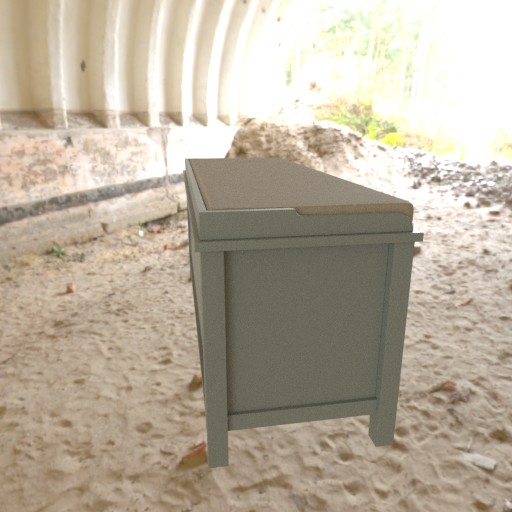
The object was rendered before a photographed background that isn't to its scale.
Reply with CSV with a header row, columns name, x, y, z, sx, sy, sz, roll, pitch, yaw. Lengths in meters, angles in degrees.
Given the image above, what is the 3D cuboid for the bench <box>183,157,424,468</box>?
name,x,y,z,sx,sy,sz,roll,pitch,yaw
bench,0.000,0.000,1.338,0.398,0.501,1.140,-3,17,-9
